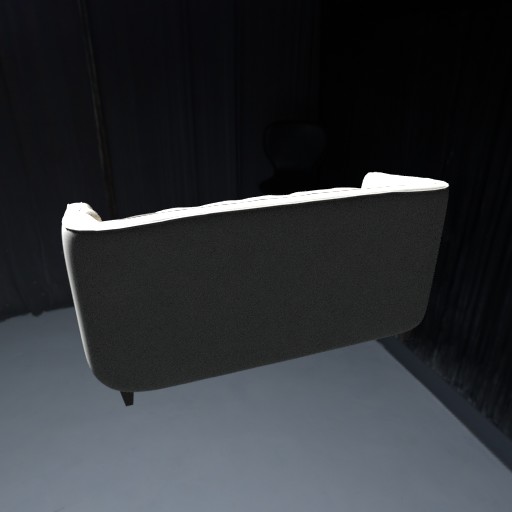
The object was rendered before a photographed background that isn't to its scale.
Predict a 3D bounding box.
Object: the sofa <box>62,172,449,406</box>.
[{"bbox_3d":[0.000,0.000,2.250,1.731,0.878,0.940,-9,27,-17],"label":"sofa"}]
